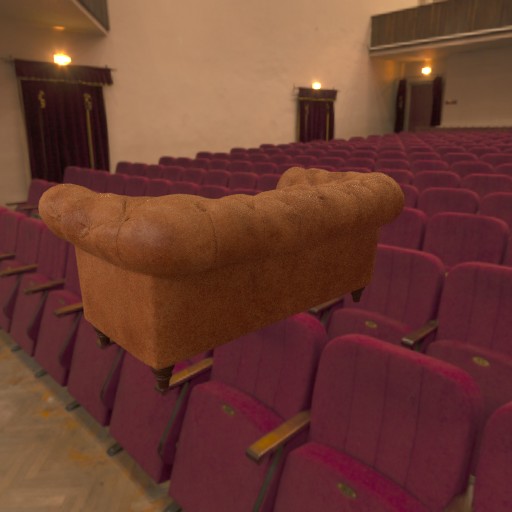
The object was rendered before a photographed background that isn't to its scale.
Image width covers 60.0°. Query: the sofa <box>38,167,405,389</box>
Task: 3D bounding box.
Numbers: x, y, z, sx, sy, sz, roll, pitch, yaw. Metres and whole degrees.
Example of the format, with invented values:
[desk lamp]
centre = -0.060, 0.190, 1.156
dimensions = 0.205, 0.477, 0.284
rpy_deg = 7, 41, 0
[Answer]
[sofa]
centre = 0.000, 0.000, 2.510
dimensions = 1.979, 0.877, 1.042
rpy_deg = -14, 21, -42
